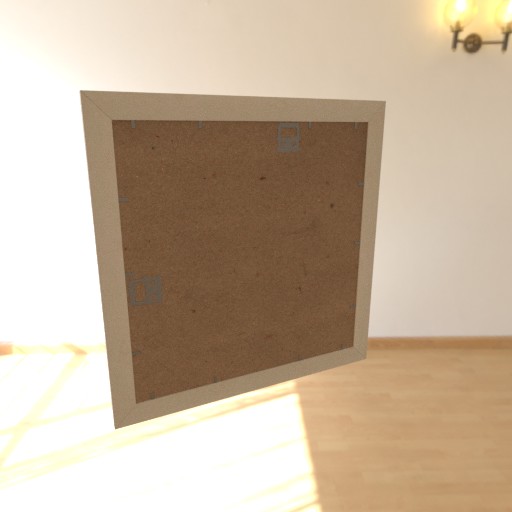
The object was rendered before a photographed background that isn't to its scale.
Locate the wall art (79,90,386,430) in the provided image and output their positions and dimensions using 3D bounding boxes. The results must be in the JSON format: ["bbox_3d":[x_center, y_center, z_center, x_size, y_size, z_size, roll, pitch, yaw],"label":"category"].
[{"bbox_3d":[0.000,0.000,0.865,0.584,0.584,0.013,-8,18,-25],"label":"wall art"}]
